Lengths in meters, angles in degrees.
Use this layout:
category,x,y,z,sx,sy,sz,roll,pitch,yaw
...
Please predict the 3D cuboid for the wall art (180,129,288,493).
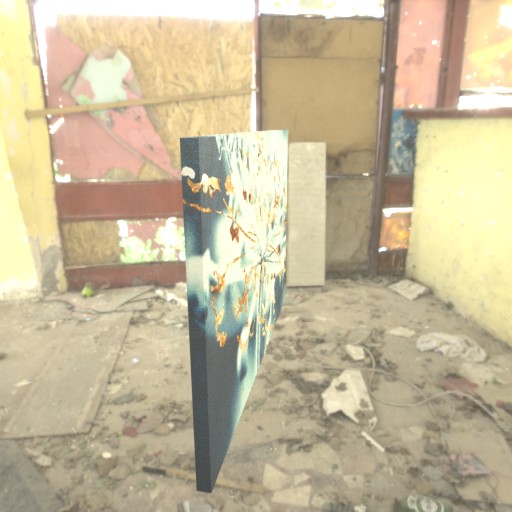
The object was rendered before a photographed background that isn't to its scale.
category,x,y,z,sx,sy,sz,roll,pitch,yaw
wall art,0.000,0.000,1.408,0.035,0.759,1.138,3,17,11
